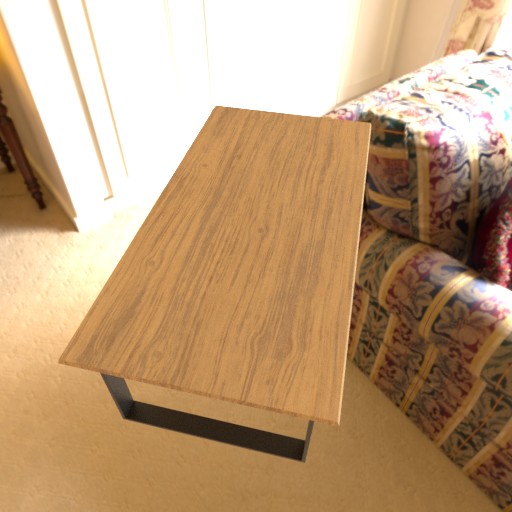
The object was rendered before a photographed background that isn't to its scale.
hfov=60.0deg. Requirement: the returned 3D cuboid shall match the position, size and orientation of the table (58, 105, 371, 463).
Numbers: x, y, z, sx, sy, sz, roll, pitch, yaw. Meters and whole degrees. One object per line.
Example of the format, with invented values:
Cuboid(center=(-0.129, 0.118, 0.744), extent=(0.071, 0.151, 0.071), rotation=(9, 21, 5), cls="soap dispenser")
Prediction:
Cuboid(center=(0.000, 0.000, 1.641), extent=(0.693, 0.445, 1.331), rotation=(10, 47, 9), cls="table")
